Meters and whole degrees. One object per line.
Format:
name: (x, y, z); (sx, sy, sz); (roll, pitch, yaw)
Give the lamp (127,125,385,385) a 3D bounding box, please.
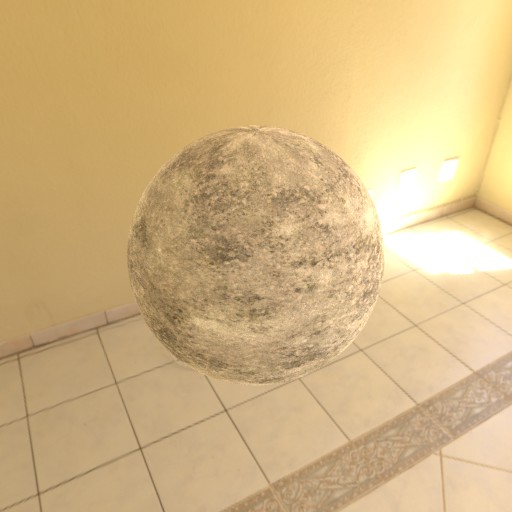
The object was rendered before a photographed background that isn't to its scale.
lamp: (0.000, 0.000, 0.756); (0.422, 0.429, 0.422); (0, 33, 0)
